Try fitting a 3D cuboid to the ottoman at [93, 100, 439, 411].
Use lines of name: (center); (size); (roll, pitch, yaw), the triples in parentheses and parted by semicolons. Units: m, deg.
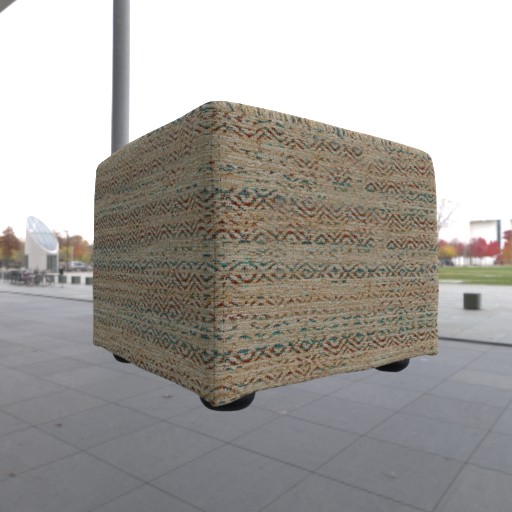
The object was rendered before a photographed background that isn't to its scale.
ottoman: (0.000, 0.000, 0.905); (0.521, 0.453, 0.512); (1, -1, -36)
